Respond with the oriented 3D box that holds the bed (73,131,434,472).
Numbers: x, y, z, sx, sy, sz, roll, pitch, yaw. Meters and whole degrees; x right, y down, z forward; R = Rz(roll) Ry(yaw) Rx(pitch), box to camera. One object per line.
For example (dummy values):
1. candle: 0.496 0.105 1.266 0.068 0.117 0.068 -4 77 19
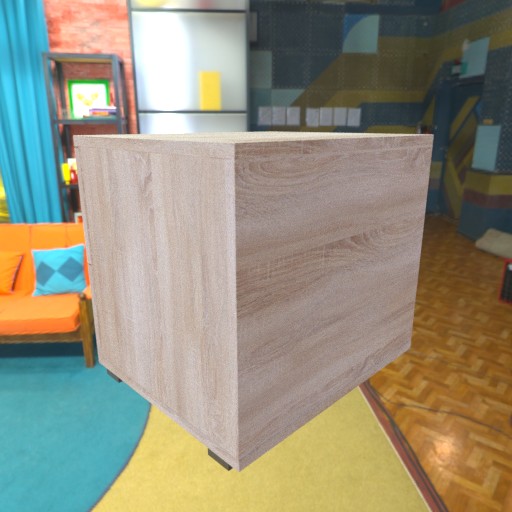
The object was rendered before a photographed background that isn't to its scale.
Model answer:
1. bed: 0.000 0.000 0.797 0.460 0.420 0.401 -16 23 -43
